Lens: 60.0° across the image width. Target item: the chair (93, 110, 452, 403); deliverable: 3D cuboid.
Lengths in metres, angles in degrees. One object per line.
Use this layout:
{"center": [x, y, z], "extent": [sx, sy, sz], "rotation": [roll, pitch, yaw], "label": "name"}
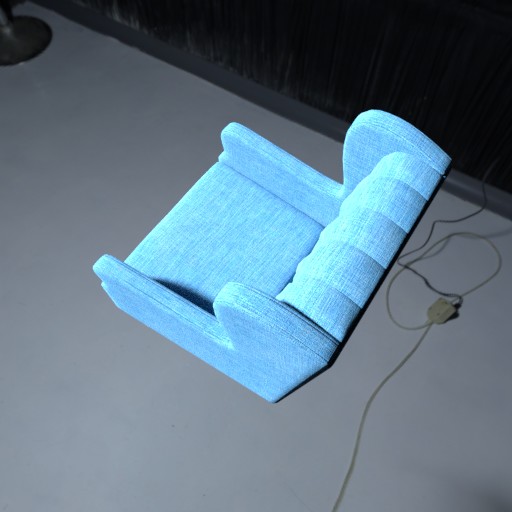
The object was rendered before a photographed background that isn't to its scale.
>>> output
{"center": [0.000, 0.000, 1.456], "extent": [0.775, 0.952, 0.711], "rotation": [31, 66, 15], "label": "chair"}
